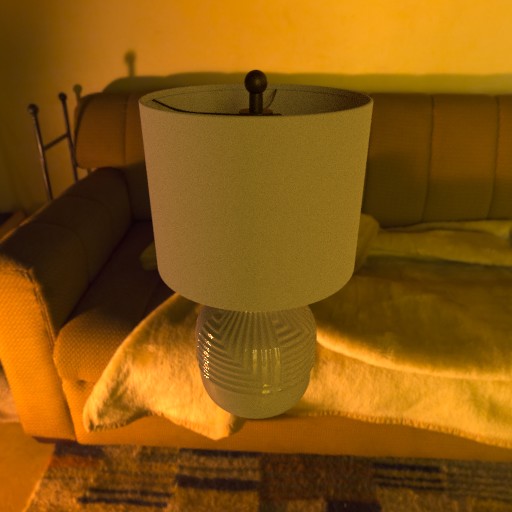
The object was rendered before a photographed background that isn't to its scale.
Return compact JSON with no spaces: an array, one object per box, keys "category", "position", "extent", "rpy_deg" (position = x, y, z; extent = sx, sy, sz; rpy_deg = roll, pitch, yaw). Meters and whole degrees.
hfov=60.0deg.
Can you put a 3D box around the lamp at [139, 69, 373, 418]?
[{"category":"lamp","position":[0.000,0.000,0.730],"extent":[0.318,0.567,0.318],"rpy_deg":[0,27,0]}]
